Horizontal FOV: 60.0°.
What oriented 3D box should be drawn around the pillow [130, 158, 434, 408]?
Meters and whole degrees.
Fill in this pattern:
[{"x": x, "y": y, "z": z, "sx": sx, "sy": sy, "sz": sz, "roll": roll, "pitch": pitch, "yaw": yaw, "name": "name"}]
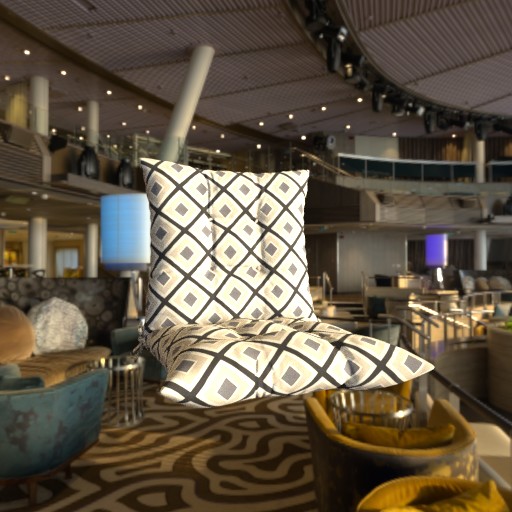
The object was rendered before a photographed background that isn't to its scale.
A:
[{"x": 0.000, "y": 0.000, "z": 1.023, "sx": 0.541, "sy": 0.536, "sz": 0.585, "roll": 0, "pitch": -2, "yaw": -19, "name": "pillow"}]
